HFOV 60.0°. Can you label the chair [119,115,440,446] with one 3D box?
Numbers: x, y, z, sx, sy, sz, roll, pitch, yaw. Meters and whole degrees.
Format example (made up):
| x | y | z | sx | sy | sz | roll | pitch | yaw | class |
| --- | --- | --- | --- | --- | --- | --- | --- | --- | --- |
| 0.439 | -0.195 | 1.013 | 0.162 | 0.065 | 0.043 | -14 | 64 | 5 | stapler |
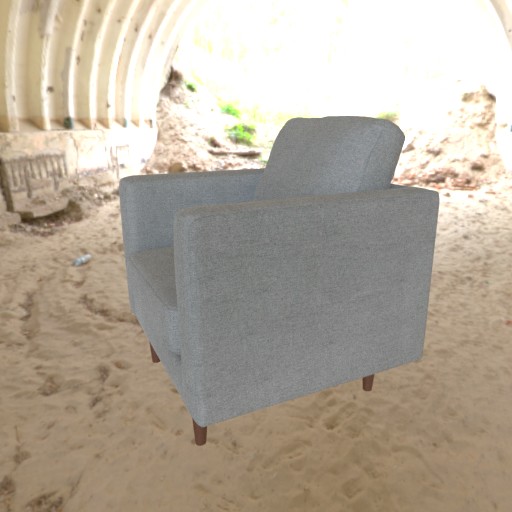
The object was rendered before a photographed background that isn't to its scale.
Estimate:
| x | y | z | sx | sy | sz | roll | pitch | yaw | class |
| --- | --- | --- | --- | --- | --- | --- | --- | --- | --- |
| 0.000 | 0.000 | 1.532 | 0.800 | 0.927 | 0.855 | -8 | 18 | -25 | chair |
